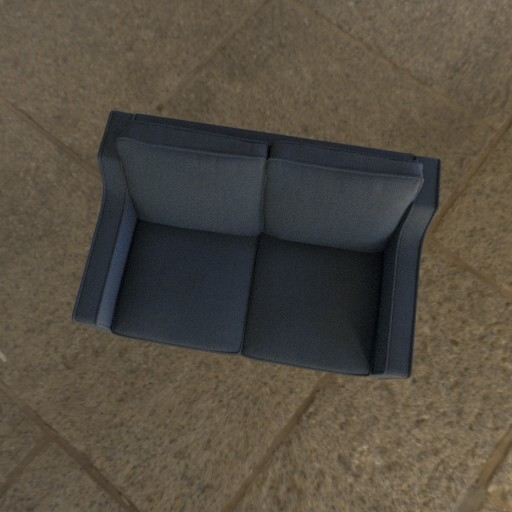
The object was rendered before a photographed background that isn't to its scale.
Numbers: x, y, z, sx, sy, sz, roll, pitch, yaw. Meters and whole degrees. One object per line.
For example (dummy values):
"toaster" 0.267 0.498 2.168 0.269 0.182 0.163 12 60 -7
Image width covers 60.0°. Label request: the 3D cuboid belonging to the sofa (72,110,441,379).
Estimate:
"sofa" 0.000 0.000 2.190 1.501 0.971 0.987 9 75 2
